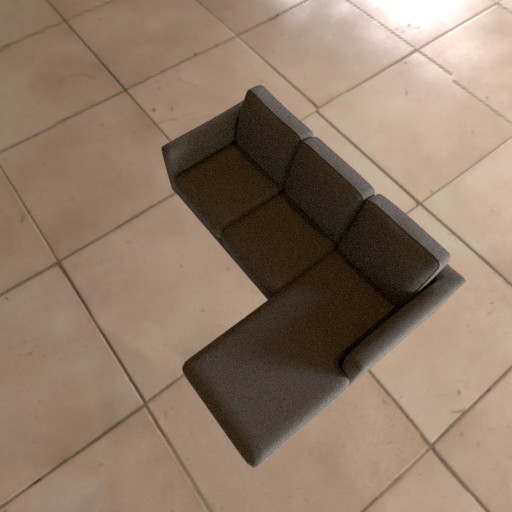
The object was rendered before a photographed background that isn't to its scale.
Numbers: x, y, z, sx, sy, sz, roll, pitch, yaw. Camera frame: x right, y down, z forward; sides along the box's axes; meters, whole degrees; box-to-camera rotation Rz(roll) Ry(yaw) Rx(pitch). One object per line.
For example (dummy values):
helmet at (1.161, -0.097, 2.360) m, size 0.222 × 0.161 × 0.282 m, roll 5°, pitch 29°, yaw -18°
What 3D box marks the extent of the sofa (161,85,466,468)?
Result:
sofa at (0.000, 0.000, 3.021) m, size 1.667 × 0.957 × 2.055 m, roll -35°, pitch 68°, yaw -17°
